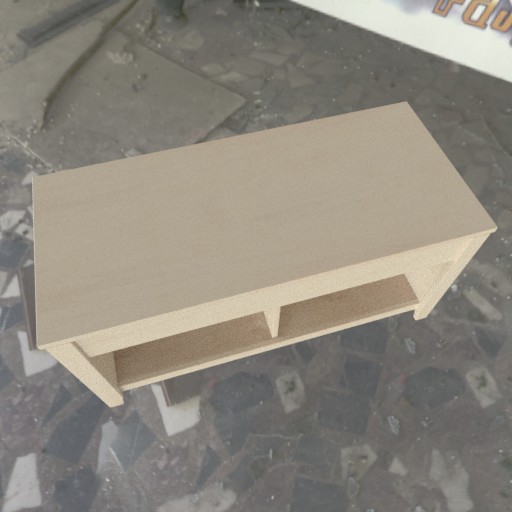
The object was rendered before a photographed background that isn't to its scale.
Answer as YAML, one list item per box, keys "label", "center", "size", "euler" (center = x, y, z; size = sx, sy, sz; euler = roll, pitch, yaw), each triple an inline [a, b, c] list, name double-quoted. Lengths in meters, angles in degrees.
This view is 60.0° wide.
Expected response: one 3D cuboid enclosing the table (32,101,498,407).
- label: "table"
  center: [0.000, 0.000, 1.254]
  size: [1.016, 0.483, 0.457]
  euler: [-14, 59, -9]
